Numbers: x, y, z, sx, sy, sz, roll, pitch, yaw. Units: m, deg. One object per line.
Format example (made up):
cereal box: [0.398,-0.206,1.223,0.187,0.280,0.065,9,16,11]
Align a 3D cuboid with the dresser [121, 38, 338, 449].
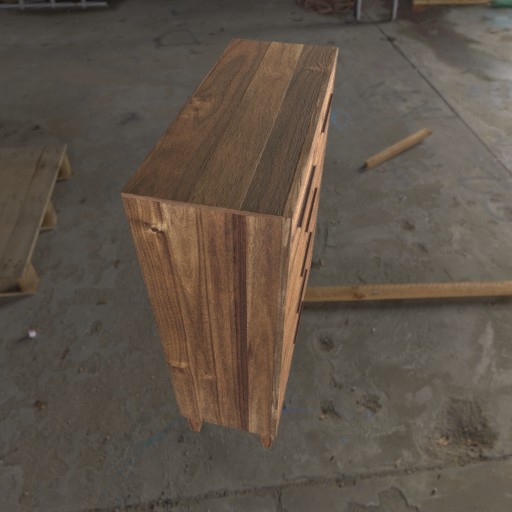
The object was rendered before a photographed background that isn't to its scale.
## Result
dresser: [0.000,0.000,1.914,0.442,1.393,1.062,9,46,9]
